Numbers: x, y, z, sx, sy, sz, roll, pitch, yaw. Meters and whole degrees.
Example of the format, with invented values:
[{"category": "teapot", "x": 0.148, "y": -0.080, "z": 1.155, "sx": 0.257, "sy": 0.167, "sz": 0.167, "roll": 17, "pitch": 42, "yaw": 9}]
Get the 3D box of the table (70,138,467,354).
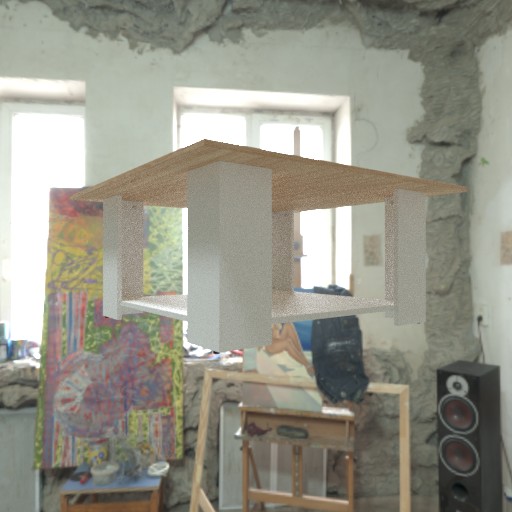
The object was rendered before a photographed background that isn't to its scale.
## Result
[{"category": "table", "x": 0.000, "y": 0.000, "z": 1.050, "sx": 0.670, "sy": 0.305, "sz": 0.670, "roll": 0, "pitch": 0, "yaw": -37}]
